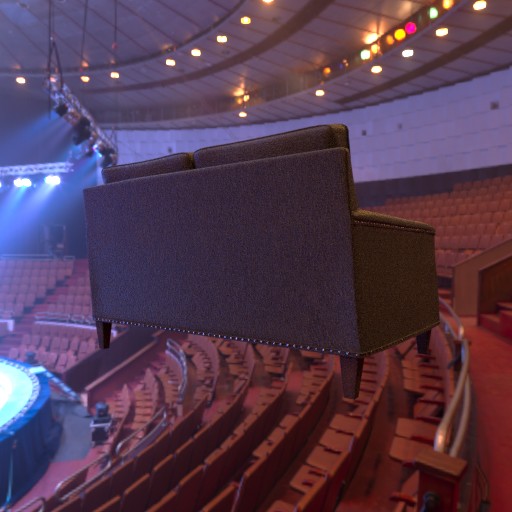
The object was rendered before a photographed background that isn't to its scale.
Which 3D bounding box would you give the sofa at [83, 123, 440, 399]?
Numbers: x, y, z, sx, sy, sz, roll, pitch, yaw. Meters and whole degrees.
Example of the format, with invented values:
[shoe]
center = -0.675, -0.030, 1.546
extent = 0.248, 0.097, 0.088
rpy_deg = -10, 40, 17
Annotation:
[sofa]
center = 0.000, 0.000, 2.318
extent = 1.597, 1.003, 1.084
rpy_deg = 0, 0, 36
